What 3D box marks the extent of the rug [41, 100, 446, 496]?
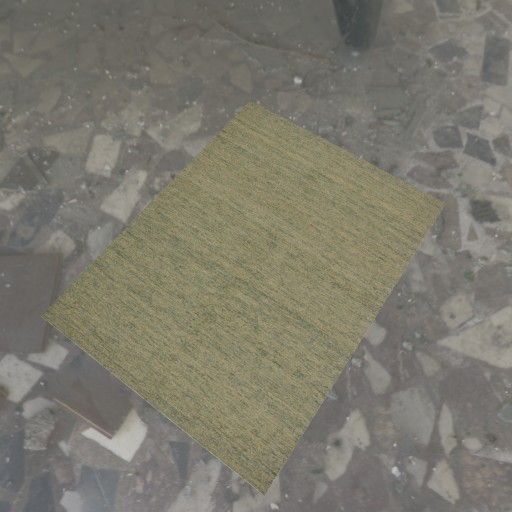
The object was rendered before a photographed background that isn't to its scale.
[{"bbox_3d":[0.000,0.000,4.219,2.437,0.014,3.201,33,68,15],"label":"rug"}]
